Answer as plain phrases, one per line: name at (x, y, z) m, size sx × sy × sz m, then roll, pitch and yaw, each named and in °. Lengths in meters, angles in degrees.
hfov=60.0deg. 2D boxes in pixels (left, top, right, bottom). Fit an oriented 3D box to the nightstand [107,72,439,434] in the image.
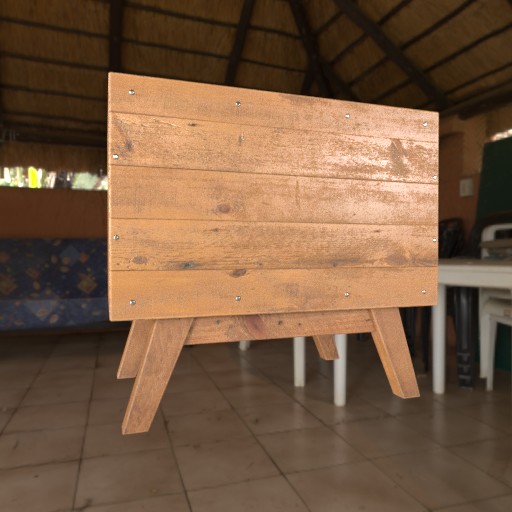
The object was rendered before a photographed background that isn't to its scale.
nightstand at (0.000, 0.000, 1.030) m, size 0.650 × 0.599 × 0.450 m, roll 0°, pitch 1°, yaw -19°
